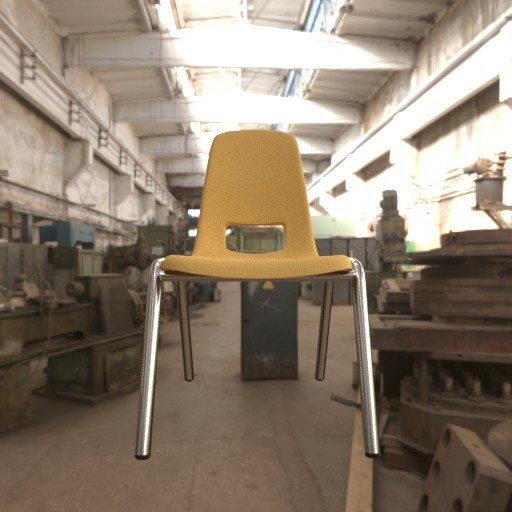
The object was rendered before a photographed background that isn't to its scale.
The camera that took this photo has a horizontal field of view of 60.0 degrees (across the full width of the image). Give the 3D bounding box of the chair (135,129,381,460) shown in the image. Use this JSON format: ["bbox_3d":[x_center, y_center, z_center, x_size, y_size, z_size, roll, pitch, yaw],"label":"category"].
[{"bbox_3d":[0.000,0.000,0.839,0.354,0.586,0.423,0,0,-1],"label":"chair"}]
